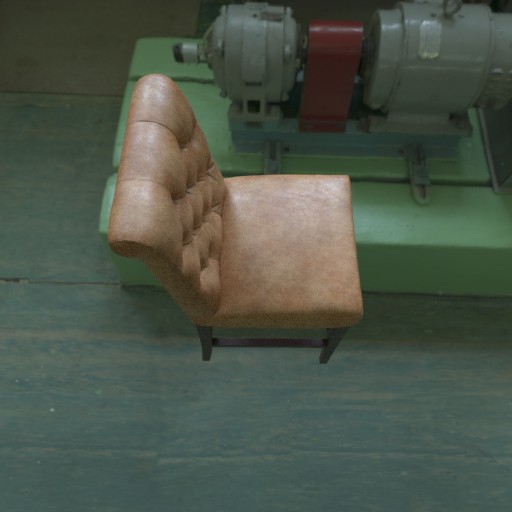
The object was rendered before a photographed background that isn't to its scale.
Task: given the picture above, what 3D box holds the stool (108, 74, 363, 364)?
[{"bbox_3d":[0.000,0.000,1.412,0.601,1.047,0.493,0,64,0],"label":"stool"}]
